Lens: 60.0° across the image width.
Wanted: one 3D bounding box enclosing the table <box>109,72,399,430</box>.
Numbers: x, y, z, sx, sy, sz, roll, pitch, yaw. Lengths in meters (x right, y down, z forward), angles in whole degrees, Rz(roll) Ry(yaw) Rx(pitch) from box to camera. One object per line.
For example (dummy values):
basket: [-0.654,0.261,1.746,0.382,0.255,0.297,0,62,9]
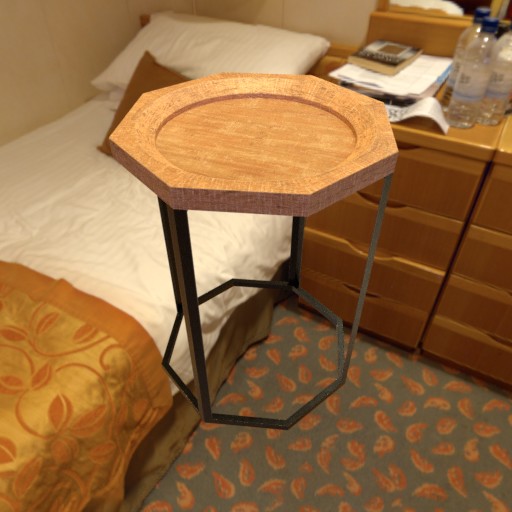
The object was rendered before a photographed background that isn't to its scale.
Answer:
table: [0.000,0.000,0.857,0.437,0.553,0.437,-11,42,-13]
